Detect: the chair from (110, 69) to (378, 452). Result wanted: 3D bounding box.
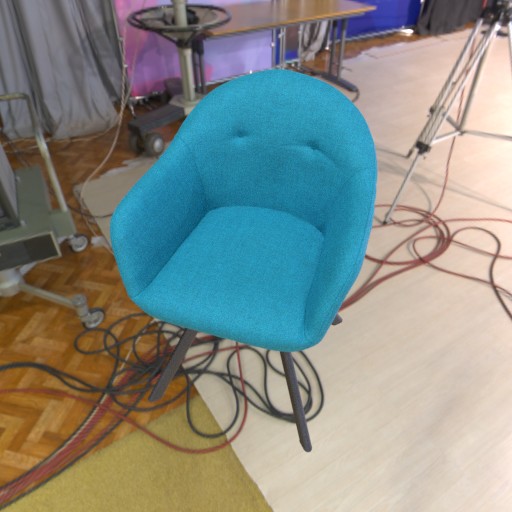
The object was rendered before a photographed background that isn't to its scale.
[{"bbox_3d":[0.000,0.000,1.162,0.545,0.775,0.565,12,43,13],"label":"chair"}]
